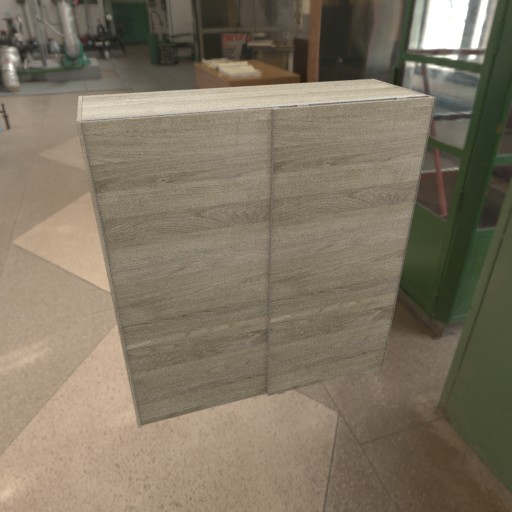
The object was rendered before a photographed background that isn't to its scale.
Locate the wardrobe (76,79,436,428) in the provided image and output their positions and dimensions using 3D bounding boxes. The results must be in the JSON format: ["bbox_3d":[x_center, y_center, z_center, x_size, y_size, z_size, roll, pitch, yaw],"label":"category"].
[{"bbox_3d":[0.000,0.000,2.832,1.780,1.960,0.629,-9,32,-16],"label":"wardrobe"}]
